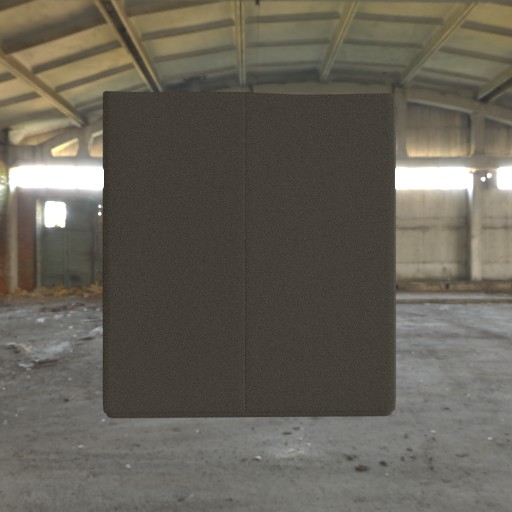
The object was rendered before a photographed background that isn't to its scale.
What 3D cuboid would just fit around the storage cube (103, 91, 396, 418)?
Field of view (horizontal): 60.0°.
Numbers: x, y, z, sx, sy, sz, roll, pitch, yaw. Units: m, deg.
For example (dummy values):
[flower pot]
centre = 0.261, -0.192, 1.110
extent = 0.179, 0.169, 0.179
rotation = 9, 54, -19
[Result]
[storage cube]
centre = 0.000, 0.000, 0.510
extent = 0.270, 0.280, 0.270
rotation = 0, 0, -1
